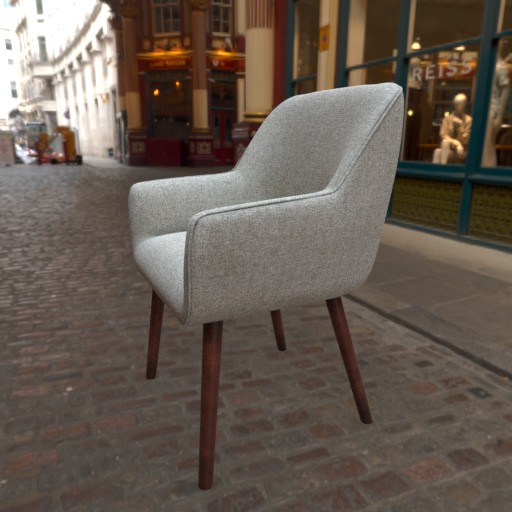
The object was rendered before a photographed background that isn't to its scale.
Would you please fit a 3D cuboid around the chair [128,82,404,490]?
[{"bbox_3d":[0.000,0.000,1.105,0.519,0.803,0.543,-8,17,-25],"label":"chair"}]
